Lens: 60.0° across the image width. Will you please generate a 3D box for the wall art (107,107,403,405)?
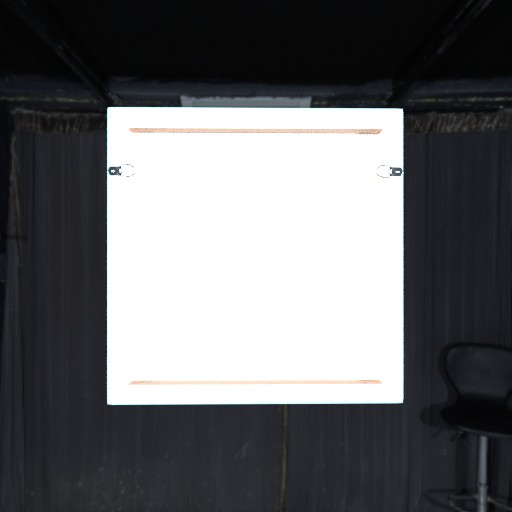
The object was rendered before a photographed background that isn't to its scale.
[{"bbox_3d":[0.000,0.000,1.627,1.071,1.073,0.070,0,0,-1],"label":"wall art"}]
